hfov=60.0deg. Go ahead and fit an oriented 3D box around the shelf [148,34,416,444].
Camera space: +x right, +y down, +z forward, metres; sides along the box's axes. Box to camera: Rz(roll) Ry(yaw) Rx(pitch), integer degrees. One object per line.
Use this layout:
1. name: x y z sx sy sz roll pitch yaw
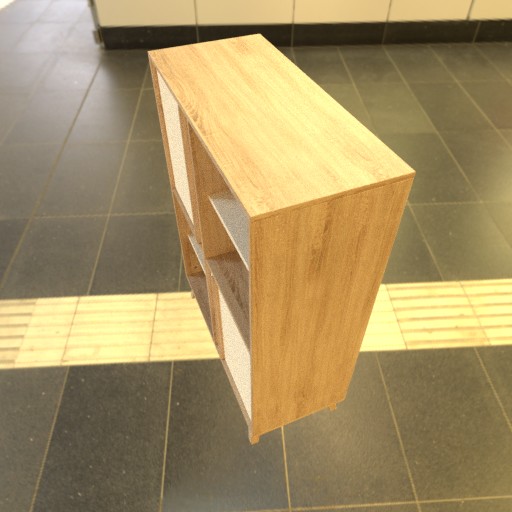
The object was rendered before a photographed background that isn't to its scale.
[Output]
1. shelf: 0.000 0.000 1.869 0.450 1.390 1.000 -17 48 -15
